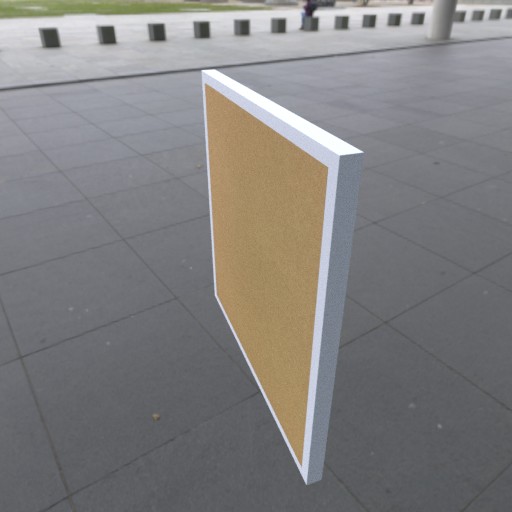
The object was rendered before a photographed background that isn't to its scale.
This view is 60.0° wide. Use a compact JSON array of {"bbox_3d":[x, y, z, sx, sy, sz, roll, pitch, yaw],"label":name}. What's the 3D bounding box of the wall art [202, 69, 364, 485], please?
[{"bbox_3d":[0.000,0.000,1.109,0.038,0.761,0.763,-11,33,-17],"label":"wall art"}]
